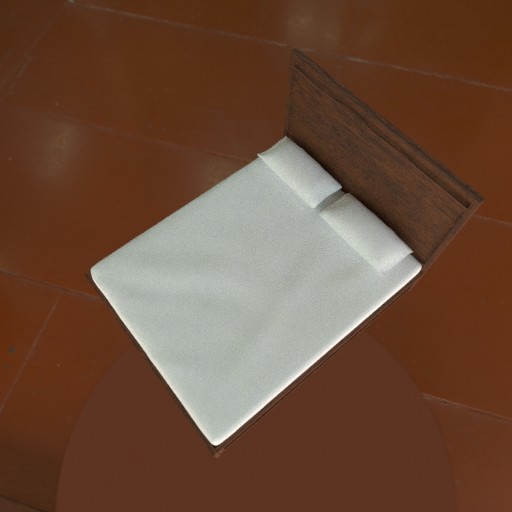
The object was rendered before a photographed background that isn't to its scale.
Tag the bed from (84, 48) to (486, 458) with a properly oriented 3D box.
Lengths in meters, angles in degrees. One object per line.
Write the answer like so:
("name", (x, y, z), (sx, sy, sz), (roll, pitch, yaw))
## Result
("bed", (0.000, 0.000, 3.384), (2.218, 1.487, 1.765), (-36, 69, -16))
